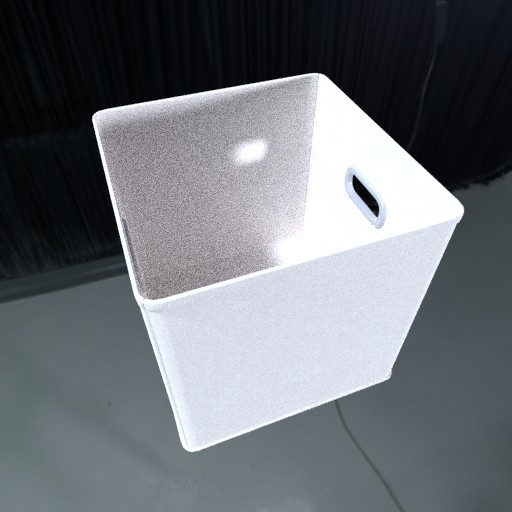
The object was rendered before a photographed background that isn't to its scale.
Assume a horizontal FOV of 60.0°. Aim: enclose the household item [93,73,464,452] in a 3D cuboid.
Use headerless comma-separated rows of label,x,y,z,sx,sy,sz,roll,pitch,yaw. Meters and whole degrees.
household item,0.000,0.000,0.569,0.305,0.305,0.305,-15,49,-14
